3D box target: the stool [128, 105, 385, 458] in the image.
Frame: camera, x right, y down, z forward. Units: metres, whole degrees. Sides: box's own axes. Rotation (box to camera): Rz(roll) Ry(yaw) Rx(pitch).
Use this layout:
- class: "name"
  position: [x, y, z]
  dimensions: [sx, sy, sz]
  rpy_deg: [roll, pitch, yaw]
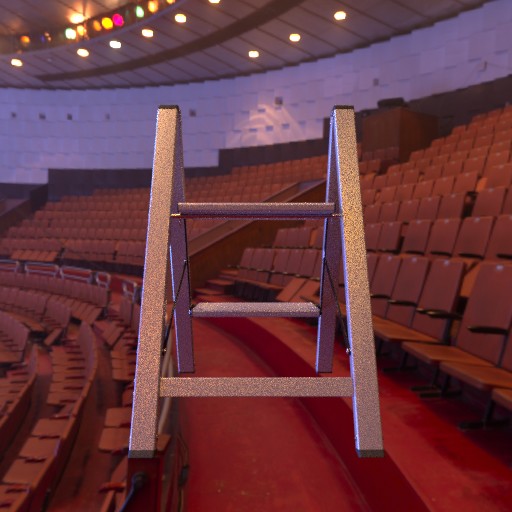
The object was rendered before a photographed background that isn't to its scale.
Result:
- class: "stool"
  position: [0.000, 0.000, 1.006]
  dimensions: [0.440, 0.670, 0.535]
  rpy_deg: [0, 1, 0]
